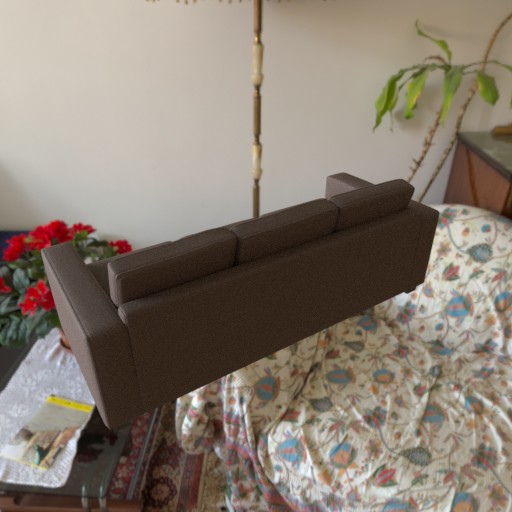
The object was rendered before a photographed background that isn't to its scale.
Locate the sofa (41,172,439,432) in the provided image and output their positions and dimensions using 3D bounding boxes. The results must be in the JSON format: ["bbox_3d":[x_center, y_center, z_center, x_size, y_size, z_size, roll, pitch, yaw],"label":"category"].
[{"bbox_3d":[0.000,0.000,2.620,2.160,0.806,0.900,-18,35,-28],"label":"sofa"}]
